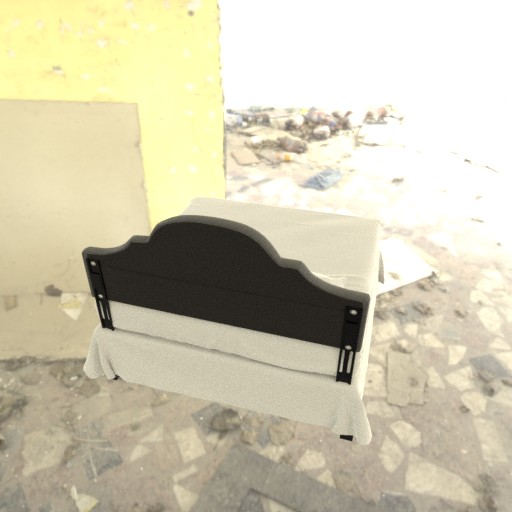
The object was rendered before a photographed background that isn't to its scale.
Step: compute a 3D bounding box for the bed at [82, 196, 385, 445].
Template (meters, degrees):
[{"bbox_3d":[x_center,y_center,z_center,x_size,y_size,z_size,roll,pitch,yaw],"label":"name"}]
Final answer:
[{"bbox_3d":[0.000,0.000,3.832,2.303,1.631,2.222,9,33,15],"label":"bed"}]
